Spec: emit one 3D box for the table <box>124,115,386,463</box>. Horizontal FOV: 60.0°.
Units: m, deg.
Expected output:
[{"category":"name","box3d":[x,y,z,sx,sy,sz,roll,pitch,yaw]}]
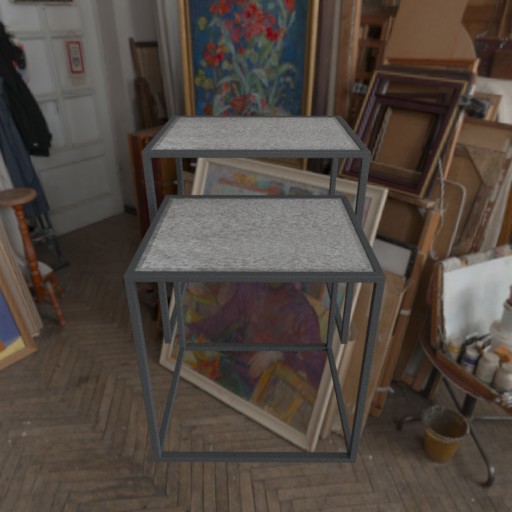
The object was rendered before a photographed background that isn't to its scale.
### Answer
[{"category":"table","box3d":[0.000,0.000,1.122,0.508,0.540,0.788,0,28,0]}]
